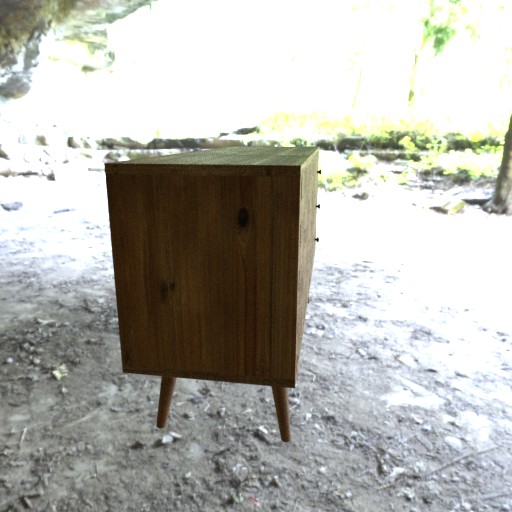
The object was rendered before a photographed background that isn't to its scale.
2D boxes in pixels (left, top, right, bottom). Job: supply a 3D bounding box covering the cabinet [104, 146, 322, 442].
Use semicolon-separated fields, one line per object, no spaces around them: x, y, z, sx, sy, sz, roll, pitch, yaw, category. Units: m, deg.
0.000;0.000;1.747;0.472;0.800;1.400;3;16;9;cabinet
